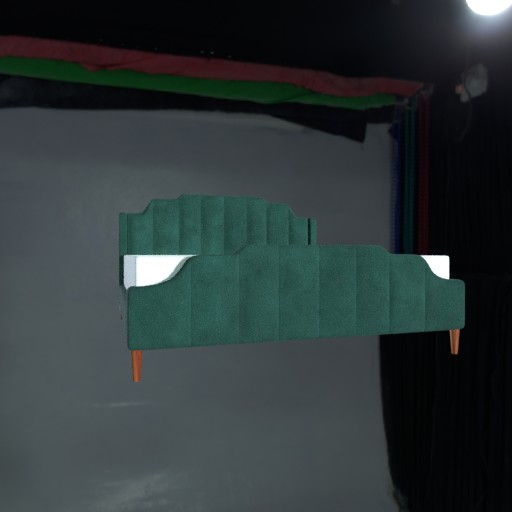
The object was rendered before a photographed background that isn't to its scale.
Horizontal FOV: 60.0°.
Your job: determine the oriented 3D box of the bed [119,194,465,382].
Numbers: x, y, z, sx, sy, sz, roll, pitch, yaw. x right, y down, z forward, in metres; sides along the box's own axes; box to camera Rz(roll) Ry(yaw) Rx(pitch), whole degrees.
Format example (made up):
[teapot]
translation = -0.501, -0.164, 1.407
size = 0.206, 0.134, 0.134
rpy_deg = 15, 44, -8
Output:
[bed]
translation = 0.000, 0.000, 3.571
size = 2.074, 1.245, 2.340
rpy_deg = 0, 0, -18
